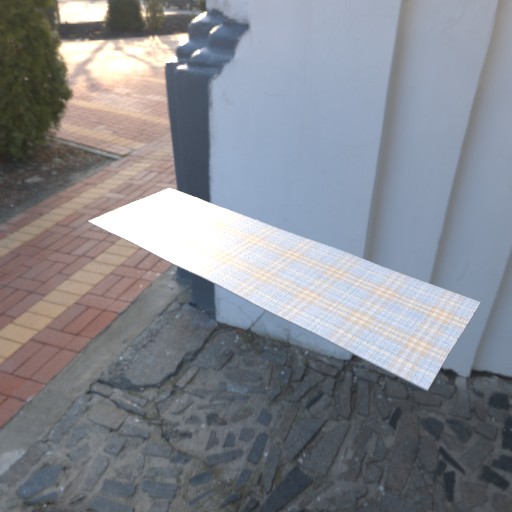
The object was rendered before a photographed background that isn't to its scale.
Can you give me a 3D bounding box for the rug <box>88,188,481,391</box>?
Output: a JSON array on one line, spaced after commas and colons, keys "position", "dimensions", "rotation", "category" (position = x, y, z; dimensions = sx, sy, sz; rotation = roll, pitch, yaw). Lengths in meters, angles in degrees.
[{"position": [0.000, 0.000, 2.740], "dimensions": [2.439, 0.013, 0.762], "rotation": [23, 38, 32], "category": "rug"}]
